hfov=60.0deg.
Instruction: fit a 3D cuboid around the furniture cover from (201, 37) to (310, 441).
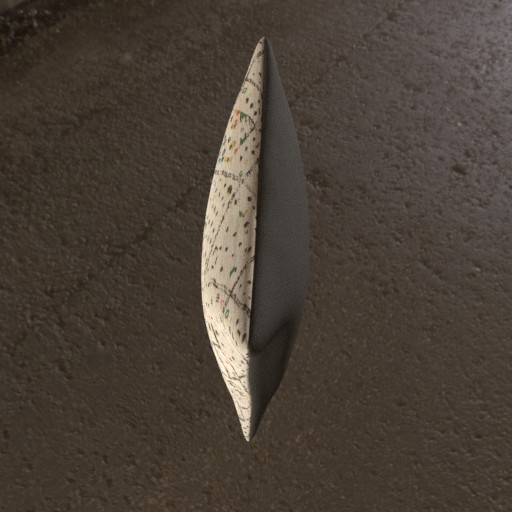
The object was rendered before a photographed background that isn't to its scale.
[{"bbox_3d":[0.000,0.000,0.769,0.180,0.498,0.525,2,58,1],"label":"furniture cover"}]
